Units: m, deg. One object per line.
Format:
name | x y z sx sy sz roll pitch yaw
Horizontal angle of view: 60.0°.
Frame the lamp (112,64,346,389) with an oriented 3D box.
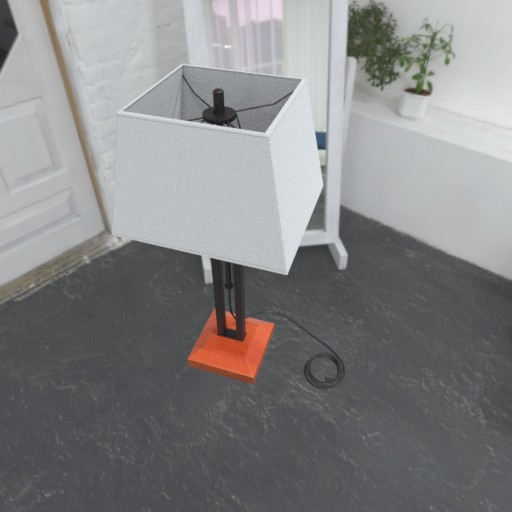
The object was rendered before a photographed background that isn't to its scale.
lamp | 0.000 0.000 0.998 0.498 0.737 0.310 13 43 14
